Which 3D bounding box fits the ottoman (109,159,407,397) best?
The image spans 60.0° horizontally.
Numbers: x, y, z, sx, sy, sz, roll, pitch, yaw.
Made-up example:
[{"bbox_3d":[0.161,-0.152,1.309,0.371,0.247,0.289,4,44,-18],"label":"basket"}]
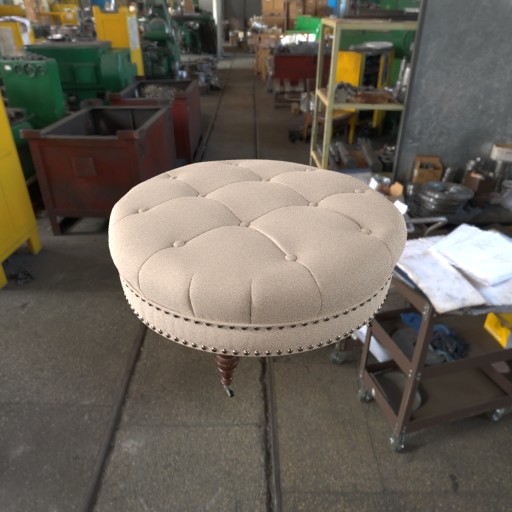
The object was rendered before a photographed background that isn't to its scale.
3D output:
[{"bbox_3d":[0.000,0.000,1.438,0.901,0.439,0.901,0,30,0],"label":"ottoman"}]
